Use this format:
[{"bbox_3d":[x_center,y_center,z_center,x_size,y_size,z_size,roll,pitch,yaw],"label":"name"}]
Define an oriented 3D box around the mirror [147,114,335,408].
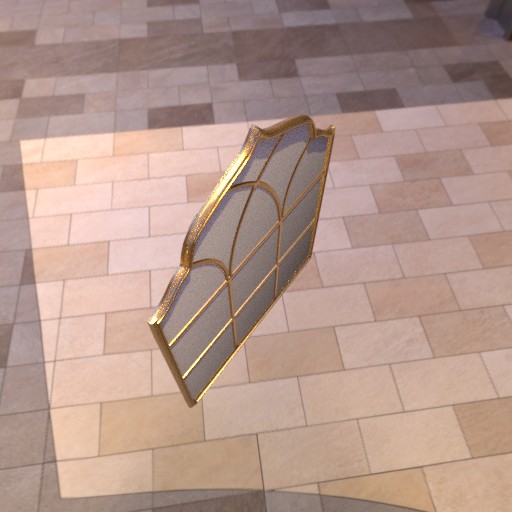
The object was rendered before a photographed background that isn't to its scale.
[{"bbox_3d":[0.000,0.000,0.858,0.018,0.635,0.513,31,62,19],"label":"mirror"}]
